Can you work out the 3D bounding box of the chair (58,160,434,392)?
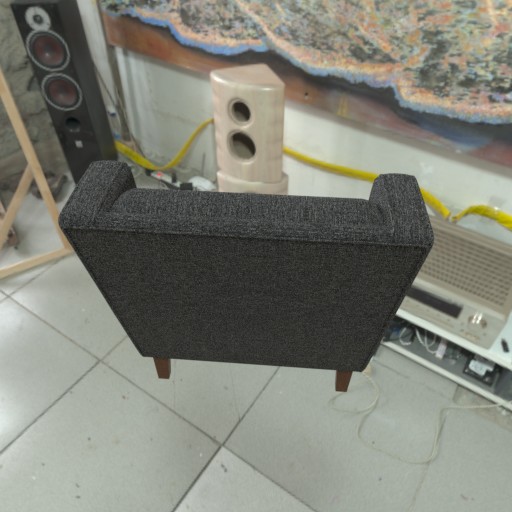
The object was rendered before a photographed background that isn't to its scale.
[{"bbox_3d":[0.000,0.000,1.771,0.942,1.082,0.927,3,44,3],"label":"chair"}]
